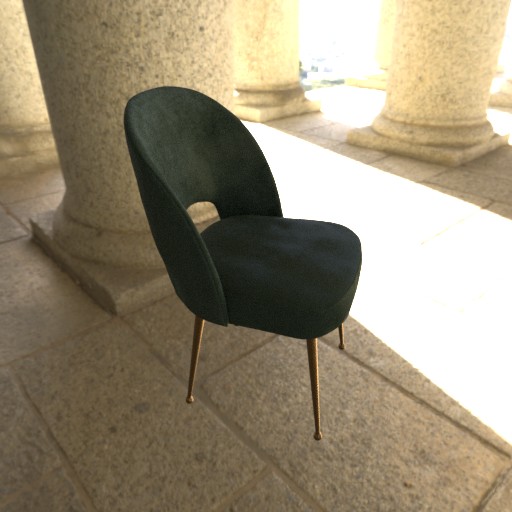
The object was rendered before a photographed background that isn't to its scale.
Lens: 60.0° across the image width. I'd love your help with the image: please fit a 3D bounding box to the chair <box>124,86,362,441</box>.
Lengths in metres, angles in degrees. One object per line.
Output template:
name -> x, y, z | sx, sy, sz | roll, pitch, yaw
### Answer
chair -> 0.000, 0.000, 1.248 | 0.577, 0.860, 0.527 | 10, 31, 17
